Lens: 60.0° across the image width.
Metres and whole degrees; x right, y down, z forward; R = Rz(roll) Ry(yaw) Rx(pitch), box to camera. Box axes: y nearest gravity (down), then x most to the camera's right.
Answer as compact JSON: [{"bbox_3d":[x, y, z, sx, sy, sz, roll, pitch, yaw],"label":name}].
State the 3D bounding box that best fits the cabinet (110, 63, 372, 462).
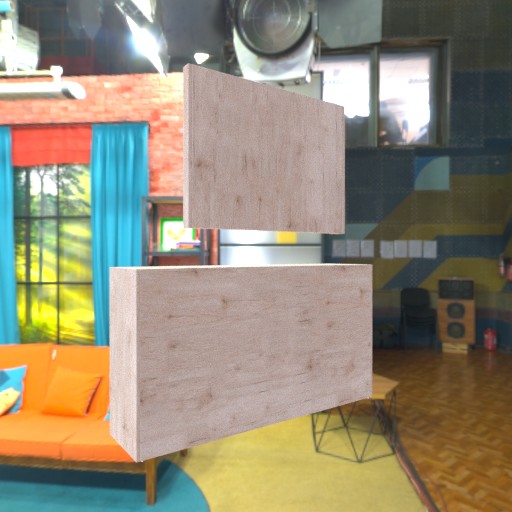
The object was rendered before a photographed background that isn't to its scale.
[{"bbox_3d":[0.000,0.000,2.778,1.700,1.981,0.420,0,0,-35],"label":"cabinet"}]
